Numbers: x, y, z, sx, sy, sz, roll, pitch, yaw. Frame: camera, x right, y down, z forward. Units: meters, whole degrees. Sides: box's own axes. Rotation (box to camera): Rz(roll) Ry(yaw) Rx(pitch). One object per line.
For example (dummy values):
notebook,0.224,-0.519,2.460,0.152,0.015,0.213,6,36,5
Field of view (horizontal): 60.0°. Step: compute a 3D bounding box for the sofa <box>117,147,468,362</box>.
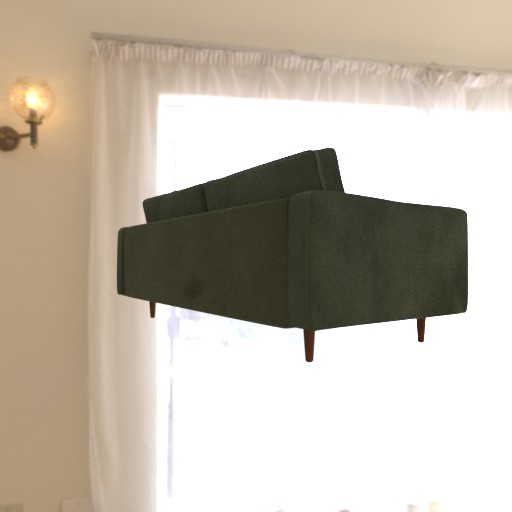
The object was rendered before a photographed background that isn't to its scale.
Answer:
sofa,0.000,0.000,2.363,0.916,0.772,1.880,0,-1,-35
